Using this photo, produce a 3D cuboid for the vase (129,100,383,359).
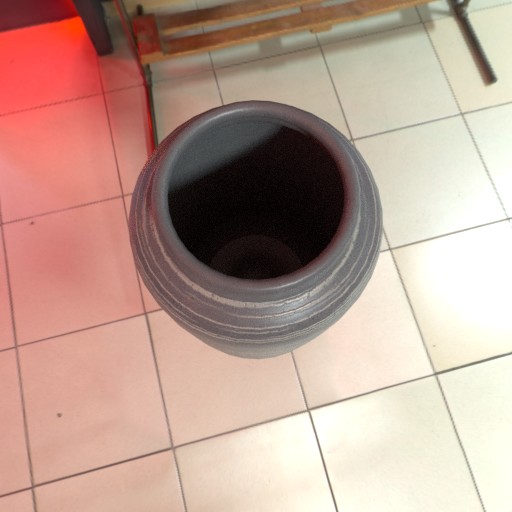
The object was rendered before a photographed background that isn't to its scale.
[{"bbox_3d":[0.000,0.000,0.667,0.297,0.499,0.297,0,75,0],"label":"vase"}]
